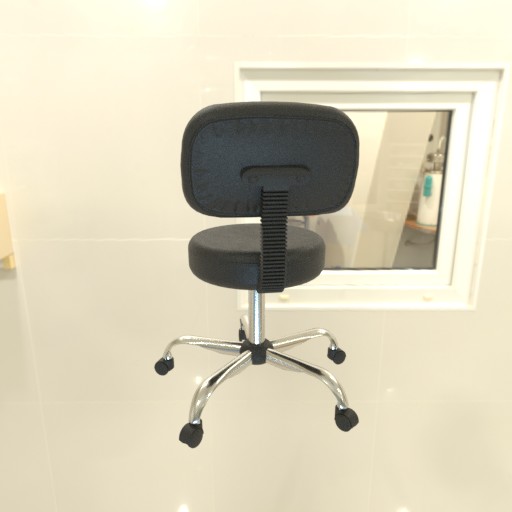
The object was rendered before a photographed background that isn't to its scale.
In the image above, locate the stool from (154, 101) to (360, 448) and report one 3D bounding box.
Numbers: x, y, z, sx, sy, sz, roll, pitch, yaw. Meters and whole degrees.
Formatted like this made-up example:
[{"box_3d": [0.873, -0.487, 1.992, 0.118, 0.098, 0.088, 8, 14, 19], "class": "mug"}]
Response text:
[{"box_3d": [0.000, 0.000, 1.359, 0.673, 0.862, 0.648, -2, 16, -8], "class": "stool"}]
